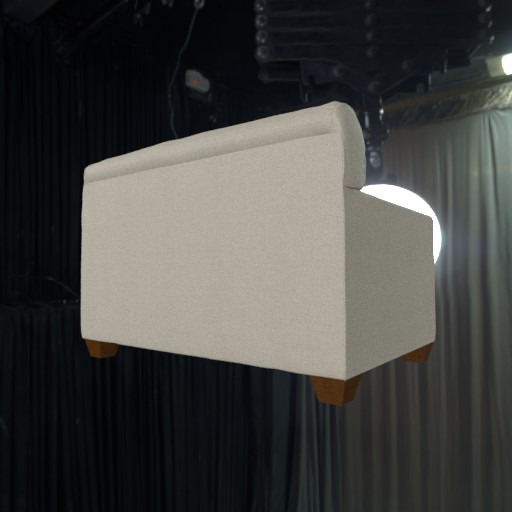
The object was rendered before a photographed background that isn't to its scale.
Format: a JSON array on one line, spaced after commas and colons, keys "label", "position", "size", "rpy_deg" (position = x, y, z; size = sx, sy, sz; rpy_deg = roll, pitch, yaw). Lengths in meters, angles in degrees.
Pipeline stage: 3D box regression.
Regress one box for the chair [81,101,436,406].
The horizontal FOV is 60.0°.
[{"label": "chair", "position": [0.000, 0.000, 2.084], "size": [1.383, 0.948, 1.000], "rpy_deg": [-2, -3, 37]}]
